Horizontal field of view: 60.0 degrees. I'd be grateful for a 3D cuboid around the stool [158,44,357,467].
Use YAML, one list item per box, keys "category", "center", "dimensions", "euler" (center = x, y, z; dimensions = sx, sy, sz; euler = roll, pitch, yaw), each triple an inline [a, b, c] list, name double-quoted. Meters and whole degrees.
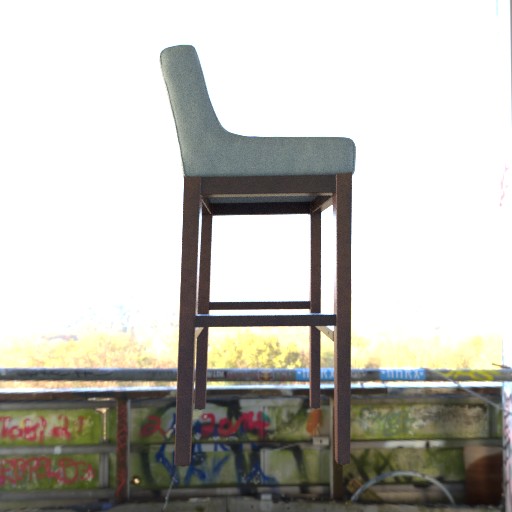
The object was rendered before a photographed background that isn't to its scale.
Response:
- category: "stool"
  center: [0.000, 0.000, 1.317]
  dimensions: [0.500, 1.037, 0.511]
  euler: [0, -1, -2]
